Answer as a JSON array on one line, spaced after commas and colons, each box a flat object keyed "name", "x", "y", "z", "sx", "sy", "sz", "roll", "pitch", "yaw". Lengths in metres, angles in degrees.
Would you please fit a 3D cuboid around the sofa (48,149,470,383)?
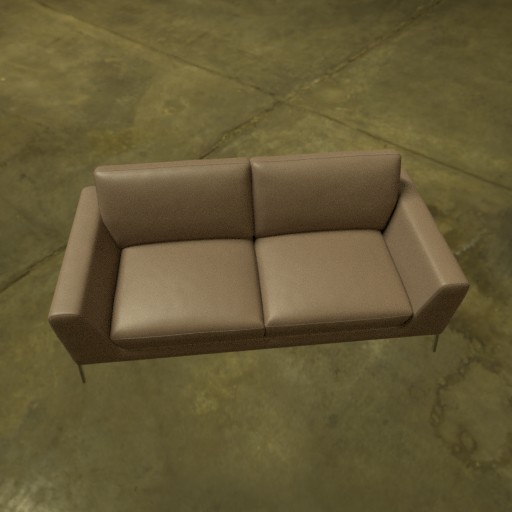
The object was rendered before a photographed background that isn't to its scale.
[{"name": "sofa", "x": 0.000, "y": 0.000, "z": 2.506, "sx": 2.017, "sy": 0.875, "sz": 0.953, "roll": -4, "pitch": 47, "yaw": -4}]
